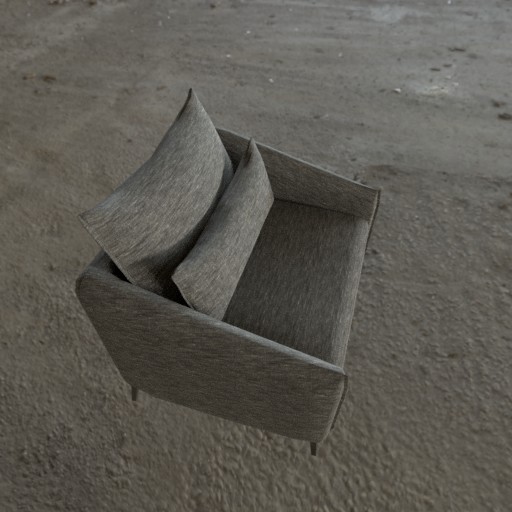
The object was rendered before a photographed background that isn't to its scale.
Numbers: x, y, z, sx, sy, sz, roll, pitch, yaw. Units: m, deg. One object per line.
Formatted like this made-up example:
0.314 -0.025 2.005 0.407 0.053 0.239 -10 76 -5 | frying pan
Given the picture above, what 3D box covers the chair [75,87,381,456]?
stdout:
0.000 0.000 1.621 0.805 0.842 1.004 12 47 12 | chair
